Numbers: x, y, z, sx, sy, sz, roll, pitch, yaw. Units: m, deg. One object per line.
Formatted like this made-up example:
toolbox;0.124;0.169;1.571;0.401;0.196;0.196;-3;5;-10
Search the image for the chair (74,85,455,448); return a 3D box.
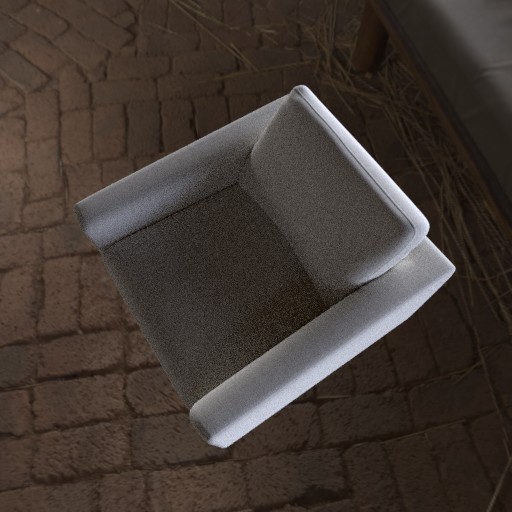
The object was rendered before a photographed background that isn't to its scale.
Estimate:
chair;0.000;0.000;1.858;1.100;0.876;1.070;-31;68;-14
